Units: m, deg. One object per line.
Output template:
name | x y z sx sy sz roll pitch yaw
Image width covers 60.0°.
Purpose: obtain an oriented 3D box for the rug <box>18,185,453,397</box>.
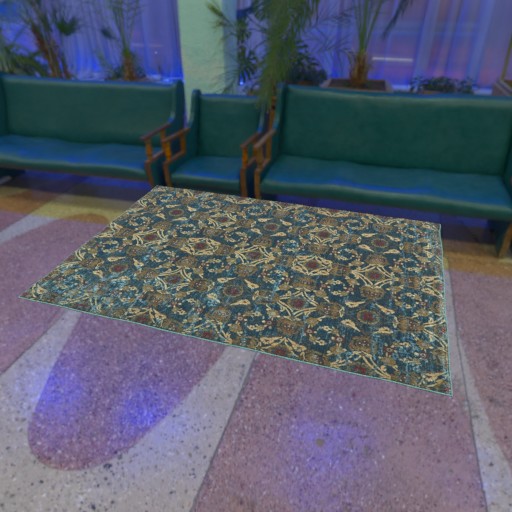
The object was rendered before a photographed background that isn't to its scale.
rug | 0.000 0.000 2.745 2.207 0.014 1.567 10 34 15
